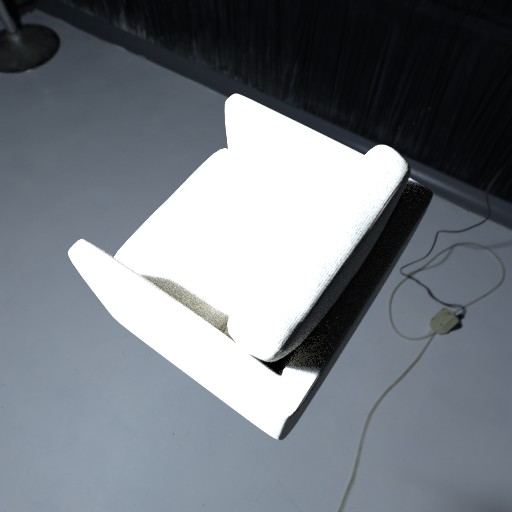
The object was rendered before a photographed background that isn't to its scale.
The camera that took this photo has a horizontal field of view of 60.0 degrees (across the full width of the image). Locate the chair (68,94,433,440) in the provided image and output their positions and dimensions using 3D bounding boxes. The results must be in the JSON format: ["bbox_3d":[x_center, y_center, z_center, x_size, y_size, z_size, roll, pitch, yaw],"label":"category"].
[{"bbox_3d":[0.000,0.000,1.787,0.959,0.919,0.996,32,66,16],"label":"chair"}]
